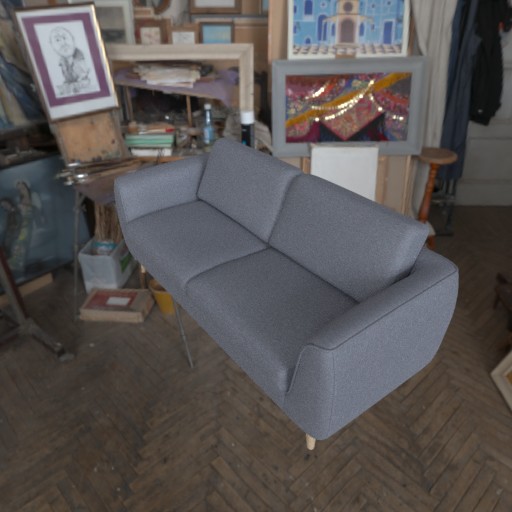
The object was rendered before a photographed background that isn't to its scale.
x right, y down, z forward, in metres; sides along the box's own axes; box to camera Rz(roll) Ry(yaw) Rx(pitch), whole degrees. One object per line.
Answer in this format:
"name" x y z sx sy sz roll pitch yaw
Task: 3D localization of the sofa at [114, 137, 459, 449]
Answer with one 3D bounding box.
"sofa" 0.000 0.000 2.537 0.920 0.870 2.000 -22 38 -30
